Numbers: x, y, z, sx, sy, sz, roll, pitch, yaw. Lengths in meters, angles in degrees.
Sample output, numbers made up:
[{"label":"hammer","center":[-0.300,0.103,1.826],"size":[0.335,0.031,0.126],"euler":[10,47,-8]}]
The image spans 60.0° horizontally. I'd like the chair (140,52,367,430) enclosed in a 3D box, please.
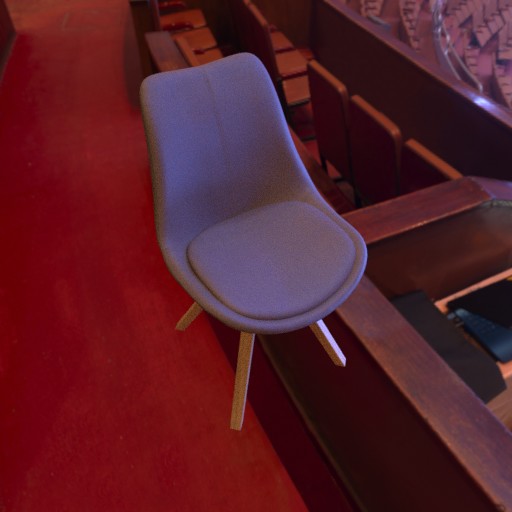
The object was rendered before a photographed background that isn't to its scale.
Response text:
[{"label":"chair","center":[0.000,0.000,1.208],"size":[0.483,0.865,0.547],"euler":[-24,50,-22]}]
